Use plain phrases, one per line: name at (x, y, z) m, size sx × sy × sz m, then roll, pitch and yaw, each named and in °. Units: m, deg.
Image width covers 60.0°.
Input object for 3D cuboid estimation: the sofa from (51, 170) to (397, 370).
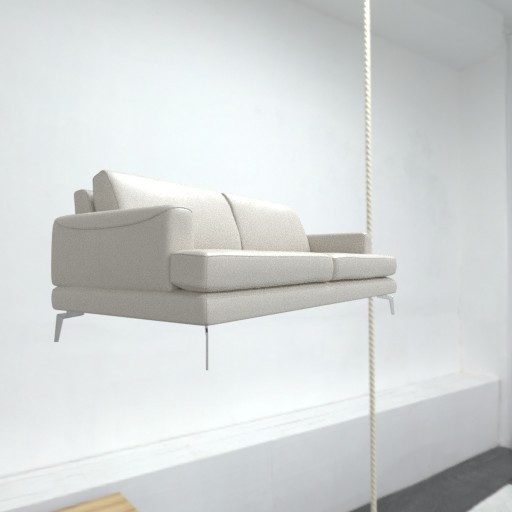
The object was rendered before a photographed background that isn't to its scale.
sofa at (0.000, 0.000, 2.466) m, size 0.974 × 0.765 × 1.940 m, roll -1°, pitch -1°, yaw 35°
